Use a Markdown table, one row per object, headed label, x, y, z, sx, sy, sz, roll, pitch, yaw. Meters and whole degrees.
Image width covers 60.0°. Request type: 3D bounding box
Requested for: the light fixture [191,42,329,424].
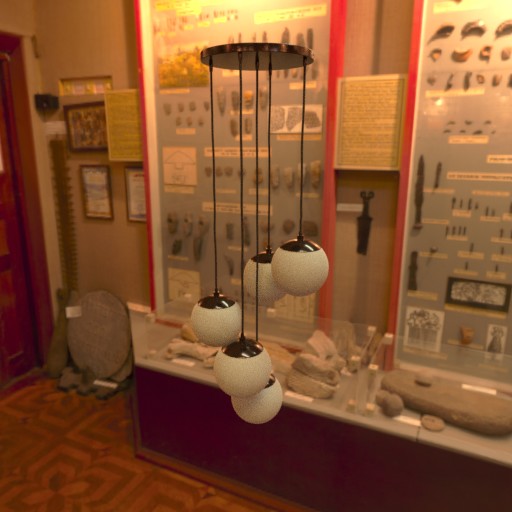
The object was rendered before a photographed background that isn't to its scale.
| label | x | y | z | sx | sy | sz | roll | pitch | yaw |
| --- | --- | --- | --- | --- | --- | --- | --- | --- | --- |
| light fixture | 0.000 | 0.000 | 1.511 | 0.489 | 1.271 | 0.484 | 8 | 16 | 27 |
